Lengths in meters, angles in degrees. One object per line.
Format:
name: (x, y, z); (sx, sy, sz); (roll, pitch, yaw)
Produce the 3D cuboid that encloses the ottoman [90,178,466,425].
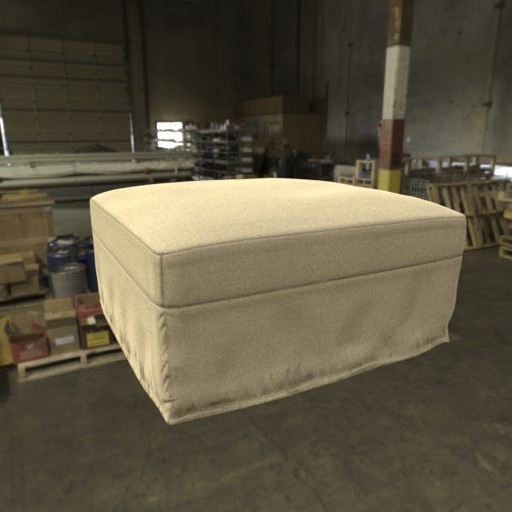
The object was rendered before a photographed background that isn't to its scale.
ottoman: (0.000, 0.000, 1.346); (0.840, 0.436, 0.843); (-8, 17, -27)
